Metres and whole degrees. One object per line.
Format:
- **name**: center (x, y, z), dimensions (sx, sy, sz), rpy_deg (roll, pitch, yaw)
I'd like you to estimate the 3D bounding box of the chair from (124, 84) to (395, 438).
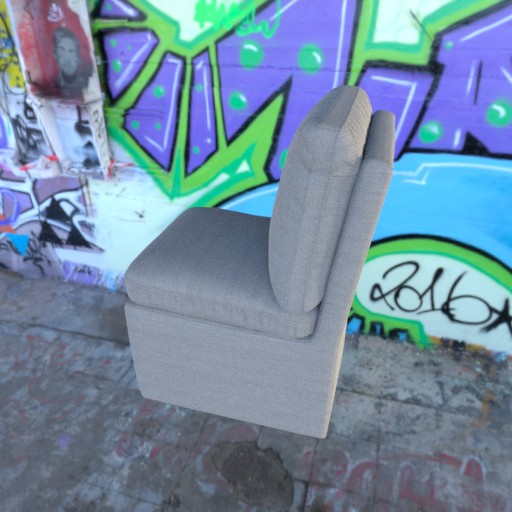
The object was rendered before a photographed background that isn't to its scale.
- **chair**: center (0.000, 0.000, 1.341), dimensions (0.698, 0.927, 0.503), rpy_deg (8, 32, 13)
